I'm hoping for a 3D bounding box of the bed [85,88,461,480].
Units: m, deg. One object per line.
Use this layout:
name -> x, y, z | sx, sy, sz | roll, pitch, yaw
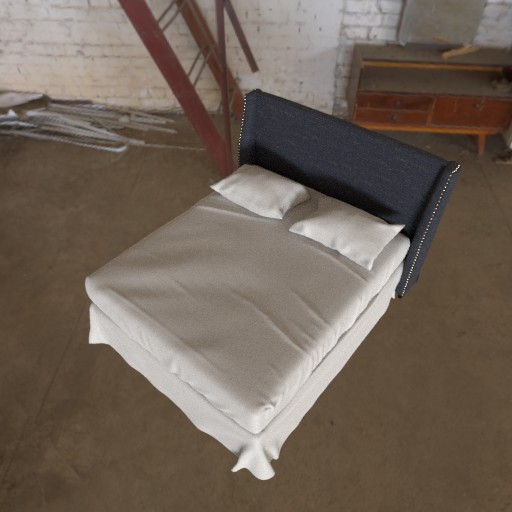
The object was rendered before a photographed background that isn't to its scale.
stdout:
bed -> 0.000, 0.000, 3.380 | 1.925, 1.332, 2.276 | 31, 53, 27
